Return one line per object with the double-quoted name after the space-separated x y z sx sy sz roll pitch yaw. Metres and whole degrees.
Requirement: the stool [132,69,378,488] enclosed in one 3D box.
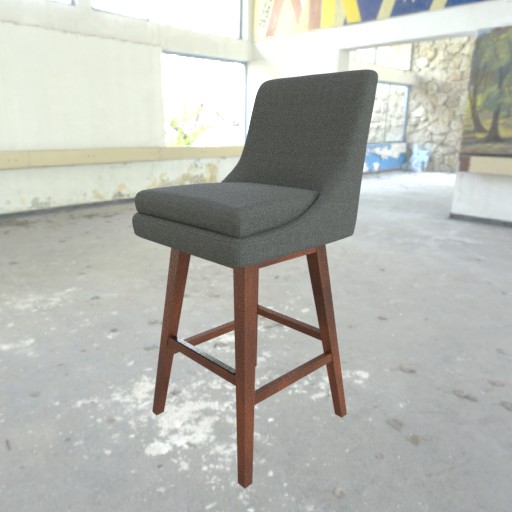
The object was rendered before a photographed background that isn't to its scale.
0.000 0.000 1.235 0.524 0.977 0.447 -15 22 -42 "stool"
